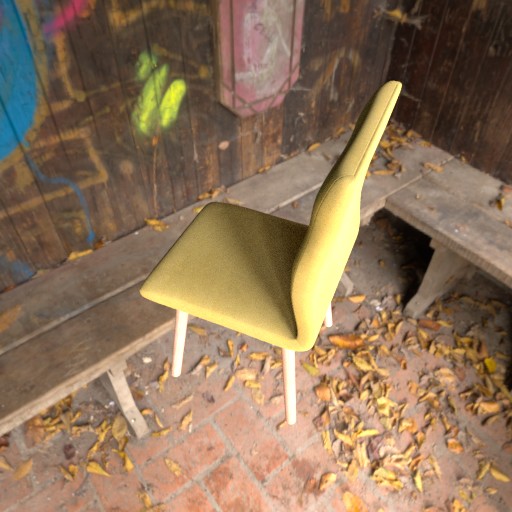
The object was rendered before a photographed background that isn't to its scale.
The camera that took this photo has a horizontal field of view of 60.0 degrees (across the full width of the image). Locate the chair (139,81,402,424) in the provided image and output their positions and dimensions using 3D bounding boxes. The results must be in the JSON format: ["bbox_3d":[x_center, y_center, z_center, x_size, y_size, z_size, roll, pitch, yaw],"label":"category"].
[{"bbox_3d":[0.000,0.000,1.299,0.550,0.965,0.450,17,48,16],"label":"chair"}]
